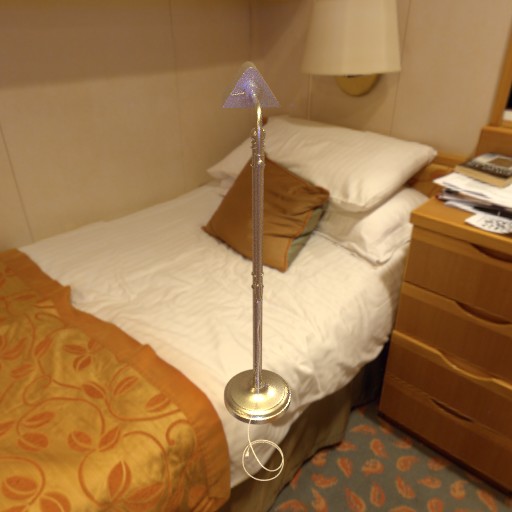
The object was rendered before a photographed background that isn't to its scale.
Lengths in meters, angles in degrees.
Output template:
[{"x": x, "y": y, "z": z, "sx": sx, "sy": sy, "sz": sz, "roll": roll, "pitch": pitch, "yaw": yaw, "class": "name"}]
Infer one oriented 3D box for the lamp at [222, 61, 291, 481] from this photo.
[{"x": 0.000, "y": 0.000, "z": 0.934, "sx": 0.159, "sy": 0.708, "sz": 0.546, "roll": -2, "pitch": 30, "yaw": -3, "class": "lamp"}]
